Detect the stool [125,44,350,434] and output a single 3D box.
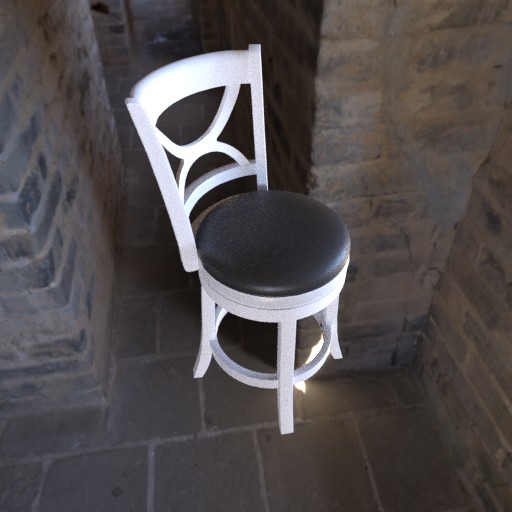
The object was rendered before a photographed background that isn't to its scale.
[{"bbox_3d":[0.000,0.000,1.231,0.508,0.953,0.444,25,47,25],"label":"stool"}]
